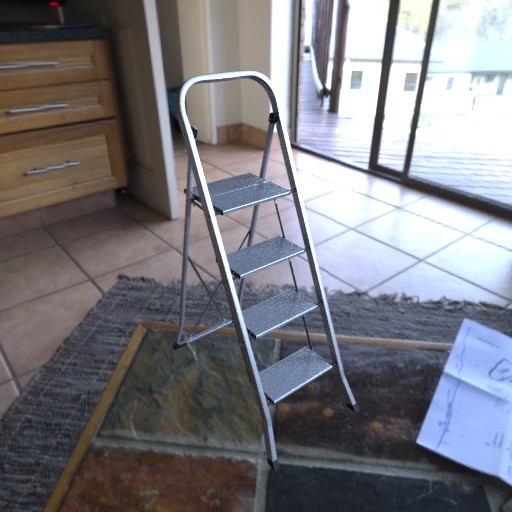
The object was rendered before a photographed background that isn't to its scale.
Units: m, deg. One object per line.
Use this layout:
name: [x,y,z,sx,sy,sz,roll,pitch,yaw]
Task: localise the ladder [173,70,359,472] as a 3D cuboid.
ladder: [0.000,0.000,1.716,0.465,1.290,0.830,-21,36,-32]
